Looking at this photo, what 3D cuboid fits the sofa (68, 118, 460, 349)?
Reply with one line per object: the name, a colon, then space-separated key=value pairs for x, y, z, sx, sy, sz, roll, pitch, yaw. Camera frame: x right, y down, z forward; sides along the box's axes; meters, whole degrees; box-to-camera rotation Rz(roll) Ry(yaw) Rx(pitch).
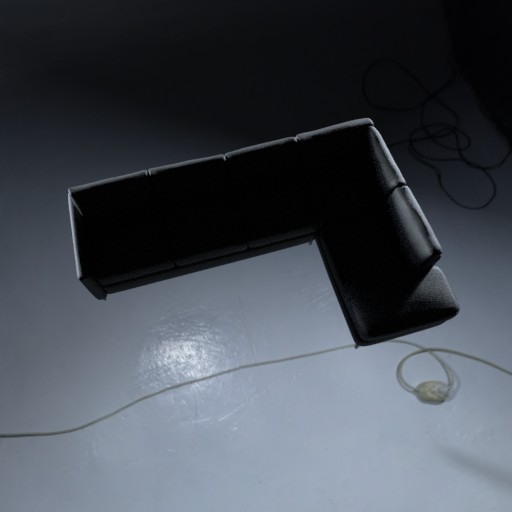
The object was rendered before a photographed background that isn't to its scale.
sofa: x=0.000 y=0.000 z=3.889 sx=2.972 sy=0.858 sz=1.984 roll=-14 pitch=64 yaw=-7
